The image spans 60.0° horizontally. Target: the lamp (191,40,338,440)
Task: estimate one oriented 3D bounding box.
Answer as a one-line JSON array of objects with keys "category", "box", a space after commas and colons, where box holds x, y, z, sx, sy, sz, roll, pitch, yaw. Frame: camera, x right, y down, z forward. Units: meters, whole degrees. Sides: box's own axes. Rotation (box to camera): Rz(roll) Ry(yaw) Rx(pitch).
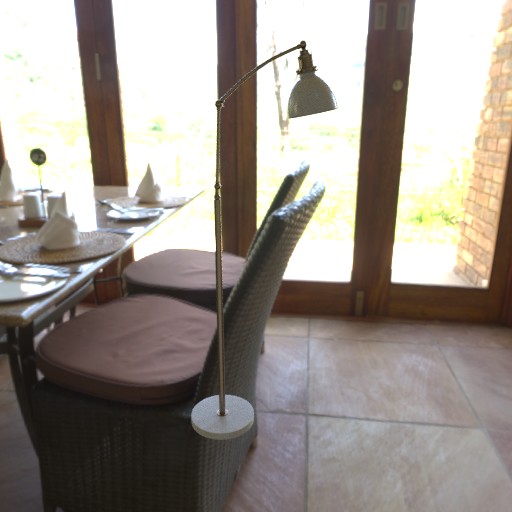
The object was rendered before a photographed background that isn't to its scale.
[{"category": "lamp", "box": [0.000, 0.000, 1.799, 0.599, 1.586, 0.288, 3, 17, 10]}]
